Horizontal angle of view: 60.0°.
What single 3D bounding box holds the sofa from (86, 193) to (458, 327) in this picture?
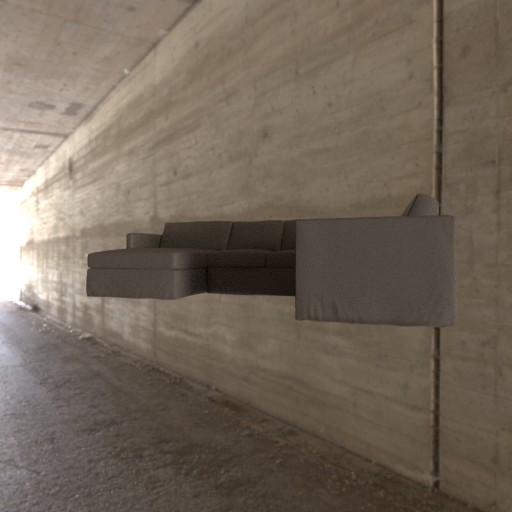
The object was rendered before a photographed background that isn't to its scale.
[{"bbox_3d":[0.000,0.000,4.442,3.528,0.878,2.476,0,1,19],"label":"sofa"}]
